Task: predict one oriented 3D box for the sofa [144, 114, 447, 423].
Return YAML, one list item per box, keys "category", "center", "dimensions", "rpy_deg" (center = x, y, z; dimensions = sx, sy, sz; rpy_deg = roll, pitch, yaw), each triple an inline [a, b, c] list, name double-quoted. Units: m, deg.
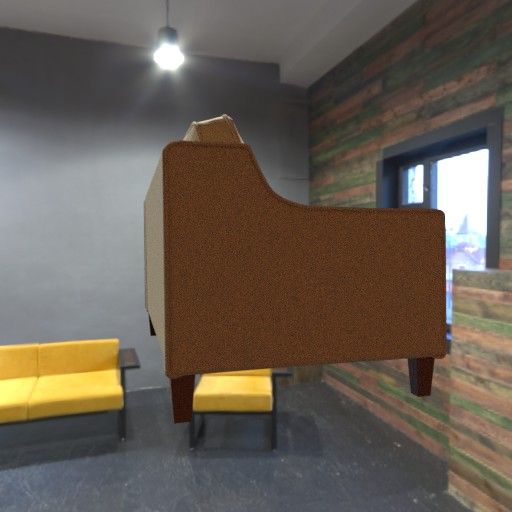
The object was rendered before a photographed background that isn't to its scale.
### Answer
- category: "sofa"
  center: [0.000, 0.000, 2.119]
  dimensions: [0.987, 0.971, 1.501]
  rpy_deg: [0, 1, -16]
